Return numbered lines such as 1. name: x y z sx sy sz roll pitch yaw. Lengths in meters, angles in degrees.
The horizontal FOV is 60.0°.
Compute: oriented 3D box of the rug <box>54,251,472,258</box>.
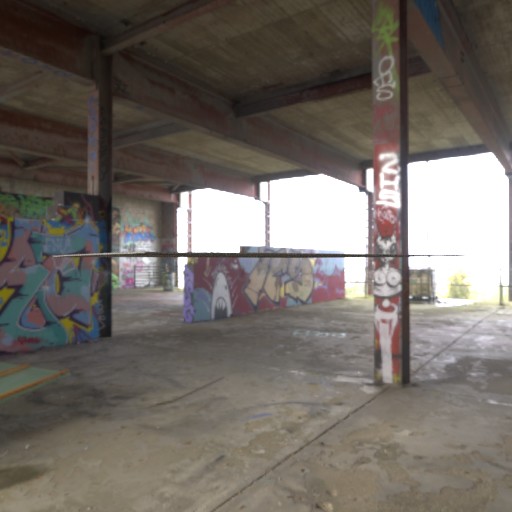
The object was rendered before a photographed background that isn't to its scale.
1. rug: 0.000 0.000 4.118 3.069 0.026 2.451 0 -1 -35
